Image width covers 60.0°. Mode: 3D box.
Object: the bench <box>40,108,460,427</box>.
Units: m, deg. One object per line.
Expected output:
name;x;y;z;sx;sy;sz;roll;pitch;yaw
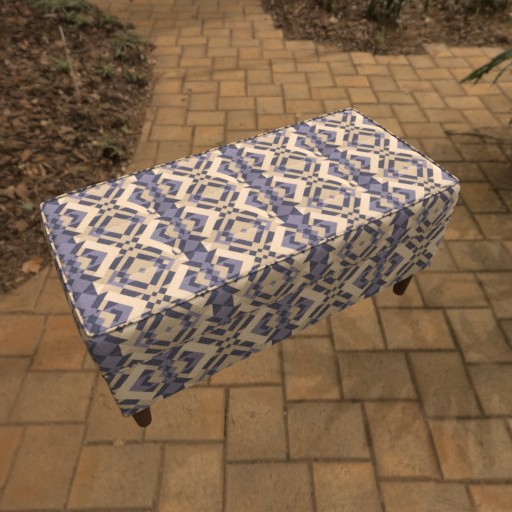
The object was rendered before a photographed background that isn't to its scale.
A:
bench;0.000;0.000;1.302;1.016;0.477;0.492;-22;50;-20
